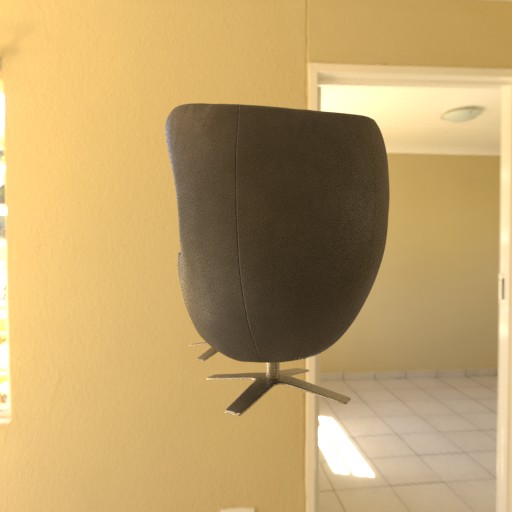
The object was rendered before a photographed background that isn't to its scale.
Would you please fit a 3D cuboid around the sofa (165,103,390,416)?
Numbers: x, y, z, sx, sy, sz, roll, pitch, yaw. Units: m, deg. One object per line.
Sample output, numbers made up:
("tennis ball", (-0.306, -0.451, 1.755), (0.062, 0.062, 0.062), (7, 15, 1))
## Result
("sofa", (0.000, 0.000, 2.113), (0.894, 1.135, 1.444), (0, 1, -16))
